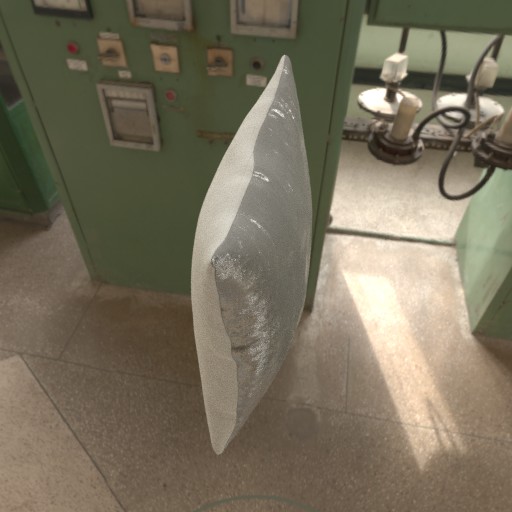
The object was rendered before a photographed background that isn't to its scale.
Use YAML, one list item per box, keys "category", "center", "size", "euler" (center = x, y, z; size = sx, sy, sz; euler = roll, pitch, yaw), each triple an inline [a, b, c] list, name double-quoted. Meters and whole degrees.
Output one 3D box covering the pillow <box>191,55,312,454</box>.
- category: "pillow"
  center: [0.000, 0.000, 0.710]
  size: [0.175, 0.464, 0.470]
  euler: [8, 46, 8]
